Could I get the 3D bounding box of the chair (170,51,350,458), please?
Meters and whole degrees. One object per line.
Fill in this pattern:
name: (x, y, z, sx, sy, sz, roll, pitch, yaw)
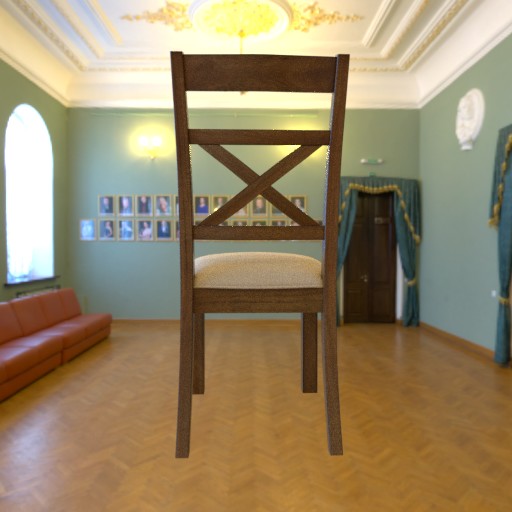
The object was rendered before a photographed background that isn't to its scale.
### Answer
chair: (0.000, 0.000, 1.287, 0.461, 0.949, 0.581, 0, 1, -2)
